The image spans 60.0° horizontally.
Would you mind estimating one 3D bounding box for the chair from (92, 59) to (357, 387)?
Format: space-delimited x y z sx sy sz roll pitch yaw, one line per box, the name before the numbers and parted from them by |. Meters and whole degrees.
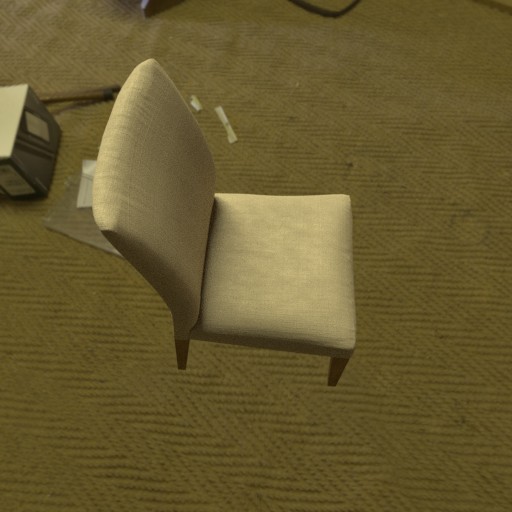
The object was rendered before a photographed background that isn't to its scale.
chair | 0.000 0.000 1.241 0.585 0.940 0.496 3 63 2
